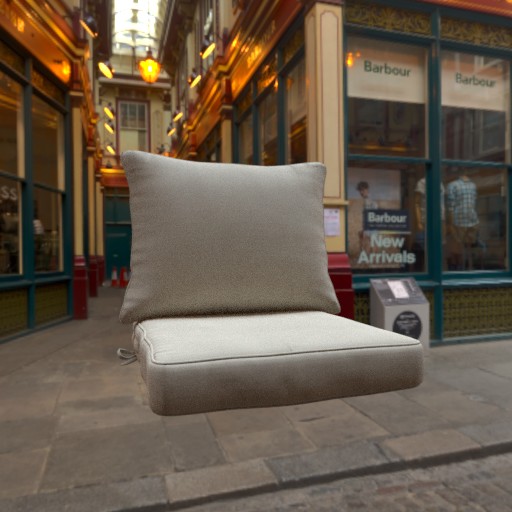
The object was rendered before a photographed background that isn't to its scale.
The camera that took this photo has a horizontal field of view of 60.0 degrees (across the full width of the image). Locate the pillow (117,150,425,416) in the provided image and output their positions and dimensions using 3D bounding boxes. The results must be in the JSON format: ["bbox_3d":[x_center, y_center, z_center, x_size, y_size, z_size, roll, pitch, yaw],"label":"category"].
[{"bbox_3d":[0.000,0.000,1.345,0.798,0.716,0.733,0,1,-18],"label":"pillow"}]
